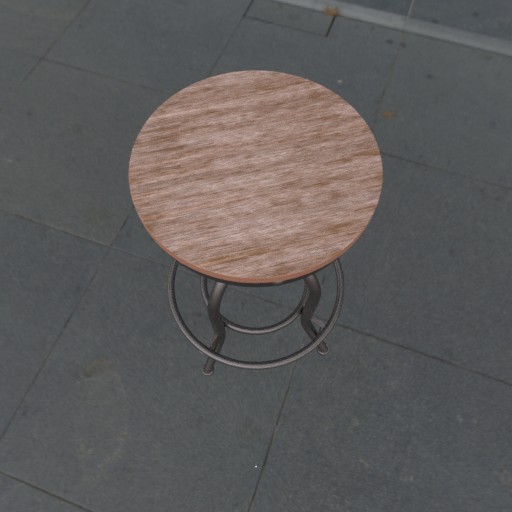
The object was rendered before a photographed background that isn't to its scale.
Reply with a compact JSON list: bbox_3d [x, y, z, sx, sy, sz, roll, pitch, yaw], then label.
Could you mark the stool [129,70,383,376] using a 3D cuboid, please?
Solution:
[{"bbox_3d":[0.000,0.000,0.887,0.439,0.609,0.439,32,69,14],"label":"stool"}]
